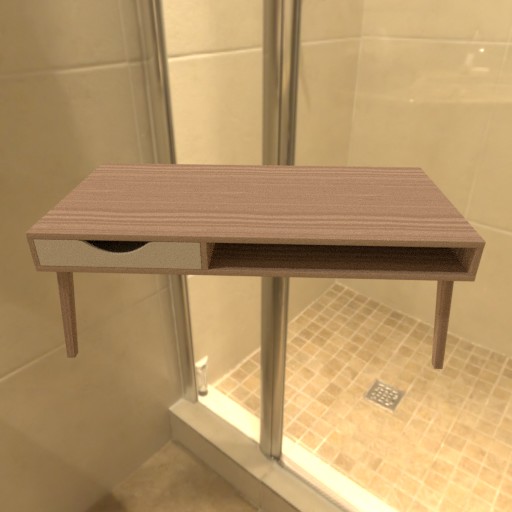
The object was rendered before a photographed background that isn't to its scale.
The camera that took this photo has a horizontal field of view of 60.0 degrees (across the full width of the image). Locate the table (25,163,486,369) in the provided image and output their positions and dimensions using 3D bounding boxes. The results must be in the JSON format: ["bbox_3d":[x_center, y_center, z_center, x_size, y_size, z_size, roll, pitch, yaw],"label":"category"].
[{"bbox_3d":[0.000,0.000,1.523,1.200,0.450,0.600,1,29,2],"label":"table"}]
